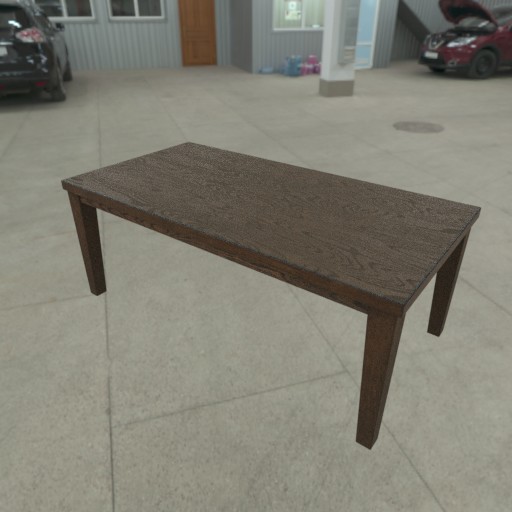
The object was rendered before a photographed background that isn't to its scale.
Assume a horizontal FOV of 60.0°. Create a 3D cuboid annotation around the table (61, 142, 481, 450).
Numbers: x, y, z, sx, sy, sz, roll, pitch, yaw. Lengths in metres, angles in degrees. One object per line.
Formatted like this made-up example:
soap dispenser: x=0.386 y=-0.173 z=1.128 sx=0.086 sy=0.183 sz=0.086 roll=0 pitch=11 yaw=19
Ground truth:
table: x=0.000 y=0.000 z=2.507 sx=1.981 sy=0.762 sz=1.016 roll=20 pitch=35 yaw=32
